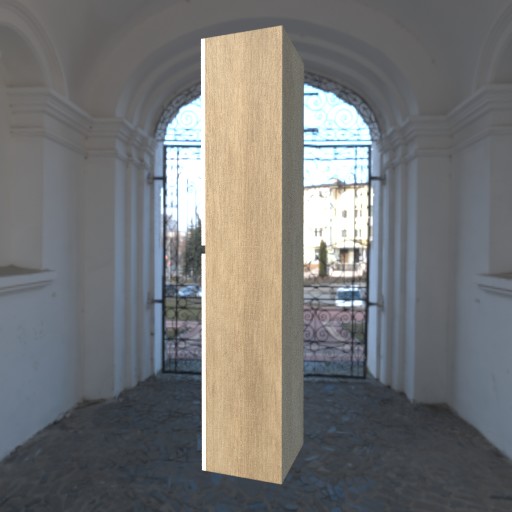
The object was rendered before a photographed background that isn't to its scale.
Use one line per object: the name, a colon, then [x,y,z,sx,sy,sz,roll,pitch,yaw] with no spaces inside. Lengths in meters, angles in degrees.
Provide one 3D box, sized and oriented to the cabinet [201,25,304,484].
cabinet: [0.000,0.000,1.538,0.270,1.400,0.300,0,1,19]
